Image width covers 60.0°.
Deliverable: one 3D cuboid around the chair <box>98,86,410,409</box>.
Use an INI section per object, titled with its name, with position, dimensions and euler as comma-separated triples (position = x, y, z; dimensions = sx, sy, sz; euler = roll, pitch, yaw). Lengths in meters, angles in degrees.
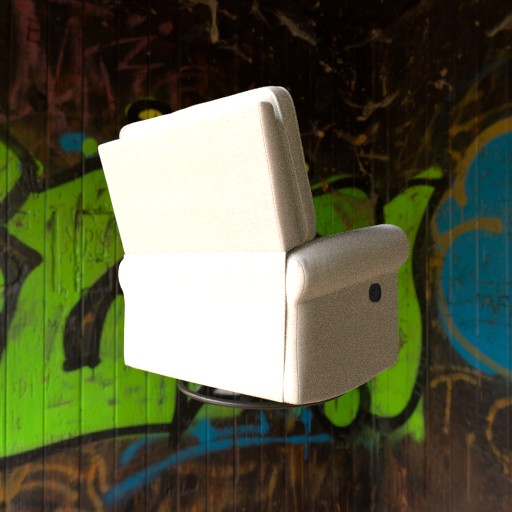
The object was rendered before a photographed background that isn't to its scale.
[chair]
position = 0.000, 0.000, 1.657
dimensions = 0.890, 0.960, 0.878
euler = 0, -1, 38
